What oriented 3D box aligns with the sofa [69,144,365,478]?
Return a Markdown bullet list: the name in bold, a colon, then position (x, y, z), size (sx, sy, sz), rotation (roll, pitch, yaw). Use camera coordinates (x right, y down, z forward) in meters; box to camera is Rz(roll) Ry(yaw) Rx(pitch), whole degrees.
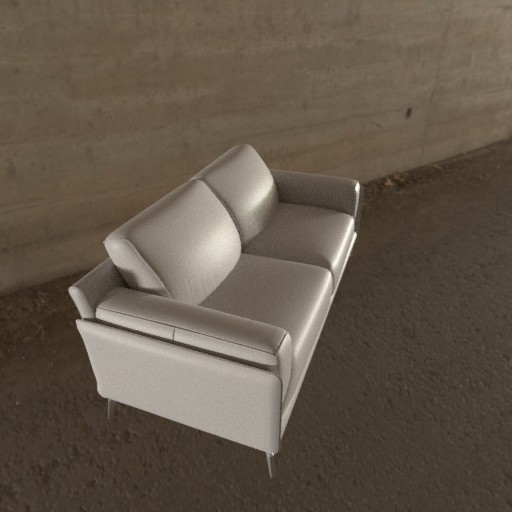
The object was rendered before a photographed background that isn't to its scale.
- **sofa**: position (0.000, 0.000, 2.644), size (1.049, 0.930, 2.101), rotation (10, 32, 17)
